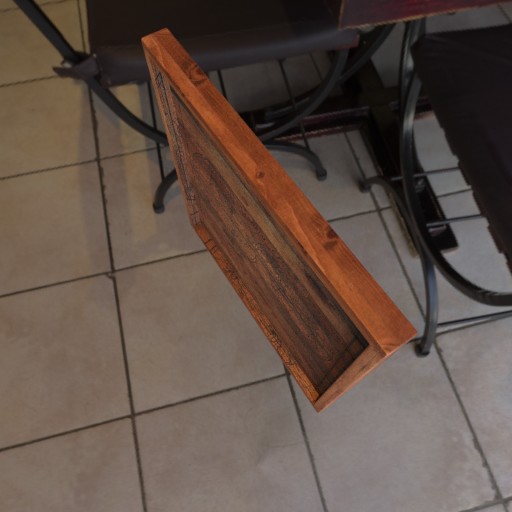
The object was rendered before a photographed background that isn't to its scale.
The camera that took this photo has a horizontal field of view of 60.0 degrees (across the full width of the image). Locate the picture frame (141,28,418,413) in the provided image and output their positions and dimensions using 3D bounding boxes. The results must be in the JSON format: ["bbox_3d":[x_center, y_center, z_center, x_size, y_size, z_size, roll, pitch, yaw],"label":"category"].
[{"bbox_3d":[0.000,0.000,0.513,0.028,0.356,0.352,-30,68,-13],"label":"picture frame"}]
